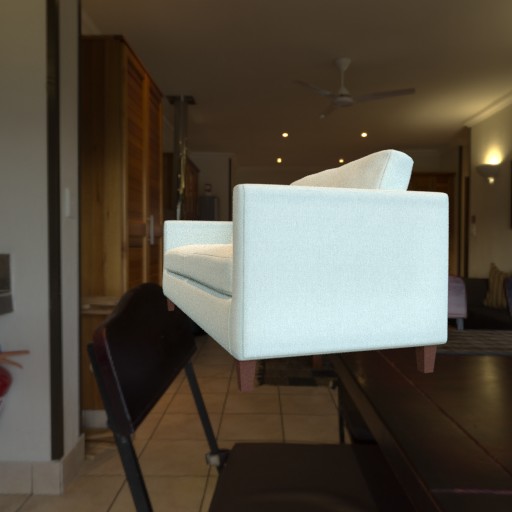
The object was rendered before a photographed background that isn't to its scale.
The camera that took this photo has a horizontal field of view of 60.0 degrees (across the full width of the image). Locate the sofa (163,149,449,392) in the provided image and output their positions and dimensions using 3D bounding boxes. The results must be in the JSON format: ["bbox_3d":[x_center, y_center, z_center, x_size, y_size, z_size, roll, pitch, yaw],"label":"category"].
[{"bbox_3d":[0.000,0.000,2.851,0.948,0.965,2.434,0,1,-18],"label":"sofa"}]
